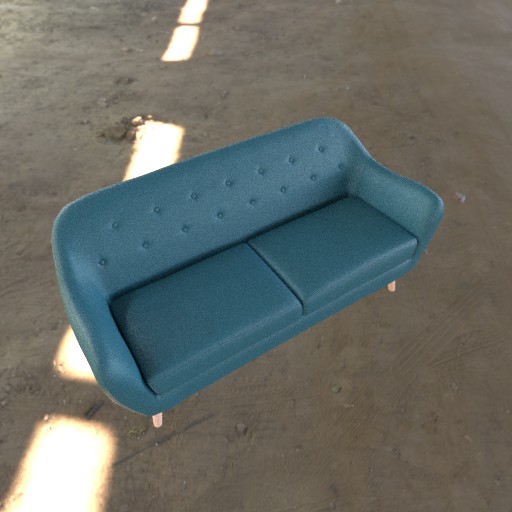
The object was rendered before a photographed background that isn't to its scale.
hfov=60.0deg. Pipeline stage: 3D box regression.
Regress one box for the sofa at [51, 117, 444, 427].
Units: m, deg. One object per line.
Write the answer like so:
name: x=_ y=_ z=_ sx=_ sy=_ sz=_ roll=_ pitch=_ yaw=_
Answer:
sofa: x=0.000 y=0.000 z=2.261 sx=1.840 sy=0.836 sz=0.820 roll=-25 pitch=50 yaw=-23
